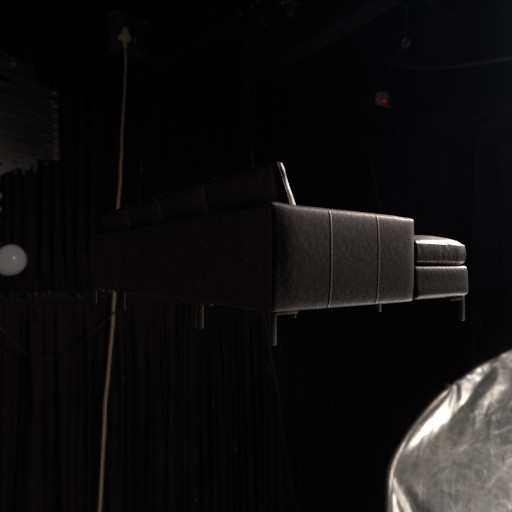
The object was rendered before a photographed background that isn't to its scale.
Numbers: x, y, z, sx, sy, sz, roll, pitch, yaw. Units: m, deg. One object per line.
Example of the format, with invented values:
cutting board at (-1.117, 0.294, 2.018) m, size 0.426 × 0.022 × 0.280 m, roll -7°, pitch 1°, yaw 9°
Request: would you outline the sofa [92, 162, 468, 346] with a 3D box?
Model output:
sofa at (0.000, 0.000, 3.756) m, size 1.939 × 0.900 × 2.956 m, roll 1°, pitch -2°, yaw -36°
